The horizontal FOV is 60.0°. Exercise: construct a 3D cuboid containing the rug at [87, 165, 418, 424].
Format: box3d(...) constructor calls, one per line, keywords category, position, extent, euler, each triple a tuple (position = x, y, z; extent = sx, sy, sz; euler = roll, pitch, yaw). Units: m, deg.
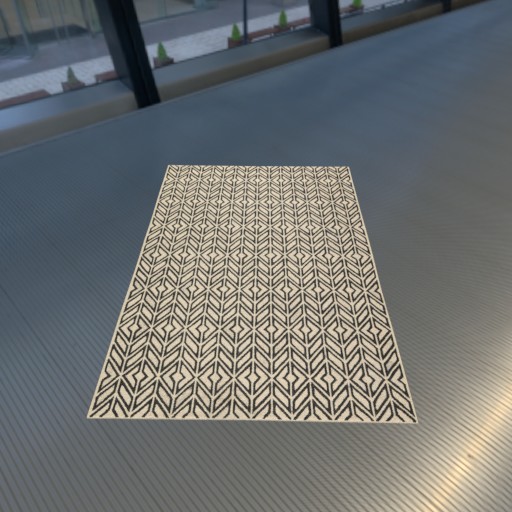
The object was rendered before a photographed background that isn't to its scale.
box3d(category="rug", position=(0.000, 0.000, 2.311), extent=(1.220, 0.007, 1.828), euler=(1, 42, 1))
